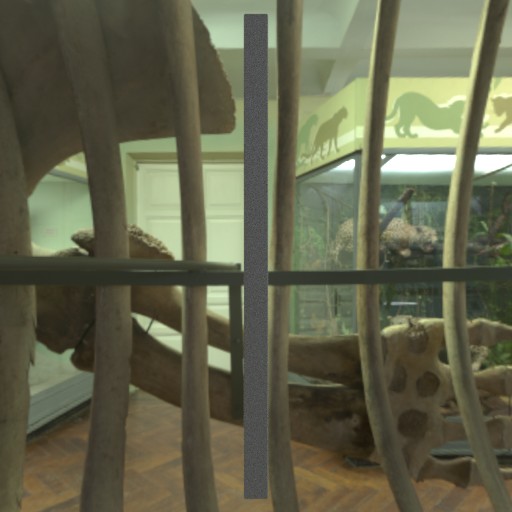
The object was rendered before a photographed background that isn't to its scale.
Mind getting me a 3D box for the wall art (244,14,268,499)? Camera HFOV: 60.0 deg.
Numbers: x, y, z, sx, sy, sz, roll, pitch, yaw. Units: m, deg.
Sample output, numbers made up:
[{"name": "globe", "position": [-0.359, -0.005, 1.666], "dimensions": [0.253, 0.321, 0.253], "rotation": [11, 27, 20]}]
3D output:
[{"name": "wall art", "position": [0.000, 0.000, 0.733], "dimensions": [0.028, 0.556, 0.454], "rotation": [0, 0, 0]}]
